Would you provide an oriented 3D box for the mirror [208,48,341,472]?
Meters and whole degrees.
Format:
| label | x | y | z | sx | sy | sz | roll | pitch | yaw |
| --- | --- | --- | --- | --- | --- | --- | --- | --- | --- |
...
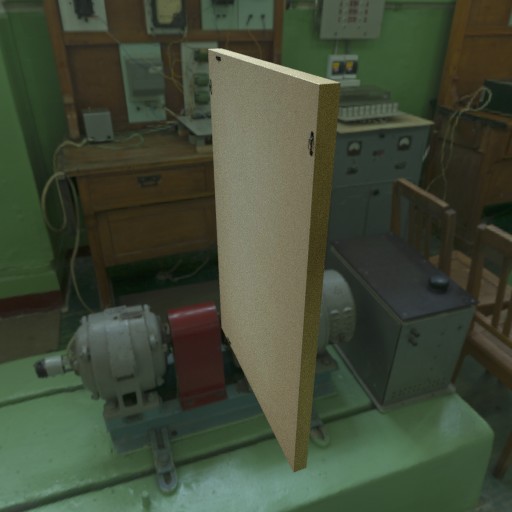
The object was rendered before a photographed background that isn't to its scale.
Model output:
| label | x | y | z | sx | sy | sz | roll | pitch | yaw |
| --- | --- | --- | --- | --- | --- | --- | --- | --- | --- |
| mirror | 0.000 | 0.000 | 1.132 | 0.041 | 0.915 | 0.609 | -11 | 31 | -18 |
